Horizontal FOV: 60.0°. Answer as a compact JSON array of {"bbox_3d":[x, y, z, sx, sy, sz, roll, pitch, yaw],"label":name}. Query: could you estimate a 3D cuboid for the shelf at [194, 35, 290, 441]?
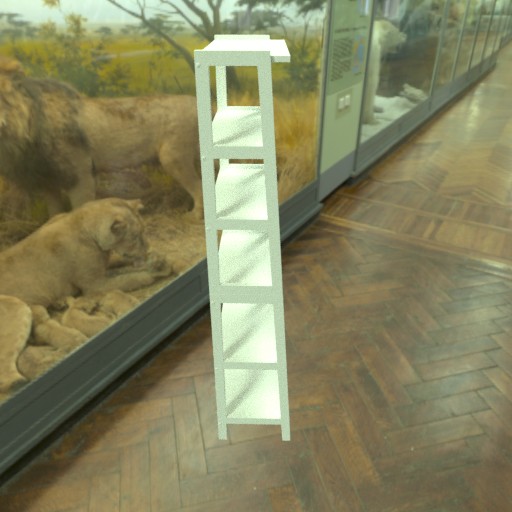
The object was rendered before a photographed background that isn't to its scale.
[{"bbox_3d":[0.000,0.000,2.165,0.381,1.892,0.660,1,30,1],"label":"shelf"}]
